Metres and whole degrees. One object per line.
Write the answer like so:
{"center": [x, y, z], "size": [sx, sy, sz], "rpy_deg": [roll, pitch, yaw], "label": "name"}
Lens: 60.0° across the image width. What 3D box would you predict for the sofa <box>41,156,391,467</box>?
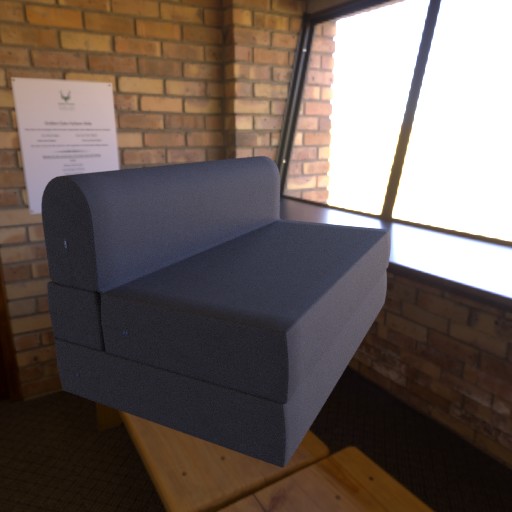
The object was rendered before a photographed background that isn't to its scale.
{"center": [0.000, 0.000, 1.633], "size": [0.762, 0.660, 1.219], "rpy_deg": [8, 17, 26], "label": "sofa"}
